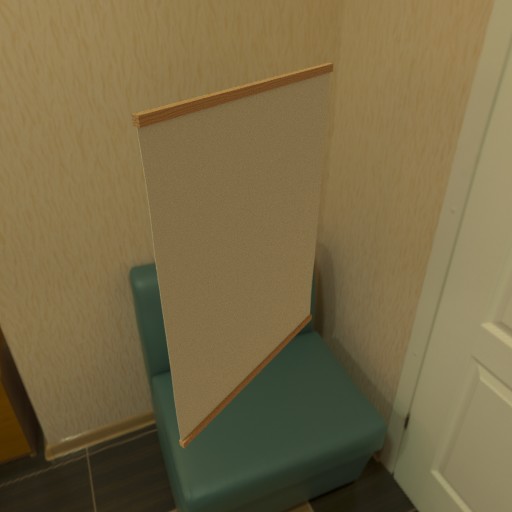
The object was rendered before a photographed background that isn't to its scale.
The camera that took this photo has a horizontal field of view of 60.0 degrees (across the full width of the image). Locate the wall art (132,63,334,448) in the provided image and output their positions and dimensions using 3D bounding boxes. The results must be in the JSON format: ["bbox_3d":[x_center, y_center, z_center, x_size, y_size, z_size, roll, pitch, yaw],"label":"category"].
[{"bbox_3d":[0.000,0.000,0.818,0.011,0.605,0.458,22,38,31],"label":"wall art"}]
